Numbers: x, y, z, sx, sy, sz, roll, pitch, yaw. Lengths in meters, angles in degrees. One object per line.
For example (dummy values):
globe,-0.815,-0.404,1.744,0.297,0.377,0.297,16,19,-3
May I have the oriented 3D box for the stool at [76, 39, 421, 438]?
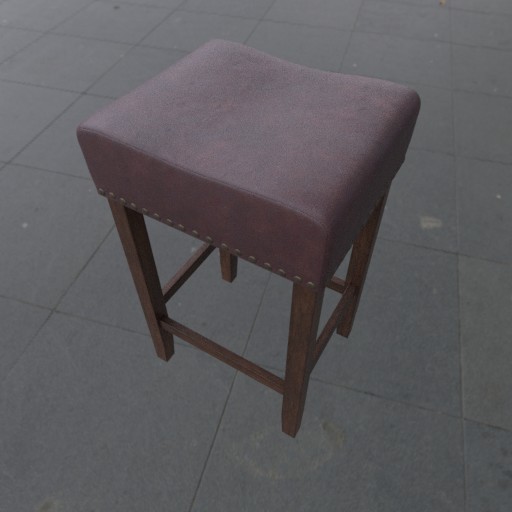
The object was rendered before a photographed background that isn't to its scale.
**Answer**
stool,0.000,0.000,1.025,0.465,0.769,0.401,24,52,20
